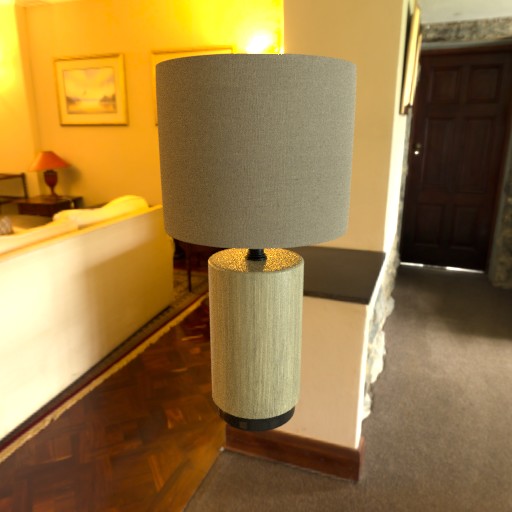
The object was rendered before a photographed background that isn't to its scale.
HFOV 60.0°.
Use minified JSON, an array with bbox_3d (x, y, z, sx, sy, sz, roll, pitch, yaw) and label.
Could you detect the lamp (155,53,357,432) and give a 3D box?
[{"bbox_3d":[0.000,0.000,0.569,0.228,0.444,0.228,-9,18,-28],"label":"lamp"}]
